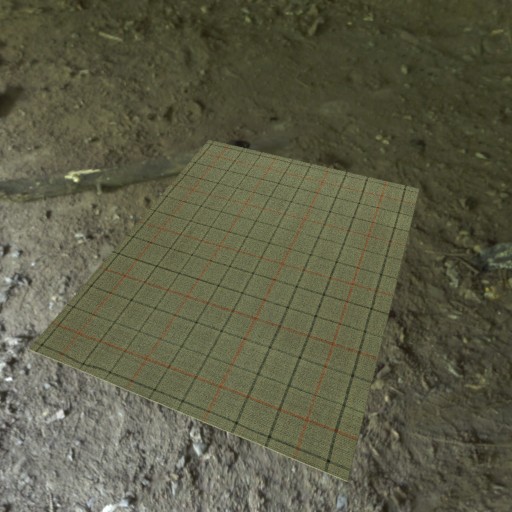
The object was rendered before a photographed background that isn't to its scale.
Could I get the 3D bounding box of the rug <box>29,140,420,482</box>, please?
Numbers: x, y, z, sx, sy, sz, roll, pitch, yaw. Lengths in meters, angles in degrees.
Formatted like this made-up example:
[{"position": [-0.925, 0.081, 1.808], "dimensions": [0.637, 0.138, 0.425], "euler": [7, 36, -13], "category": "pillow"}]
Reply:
[{"position": [0.000, 0.000, 3.963], "dimensions": [2.444, 0.012, 3.048], "euler": [17, 49, 15], "category": "rug"}]
